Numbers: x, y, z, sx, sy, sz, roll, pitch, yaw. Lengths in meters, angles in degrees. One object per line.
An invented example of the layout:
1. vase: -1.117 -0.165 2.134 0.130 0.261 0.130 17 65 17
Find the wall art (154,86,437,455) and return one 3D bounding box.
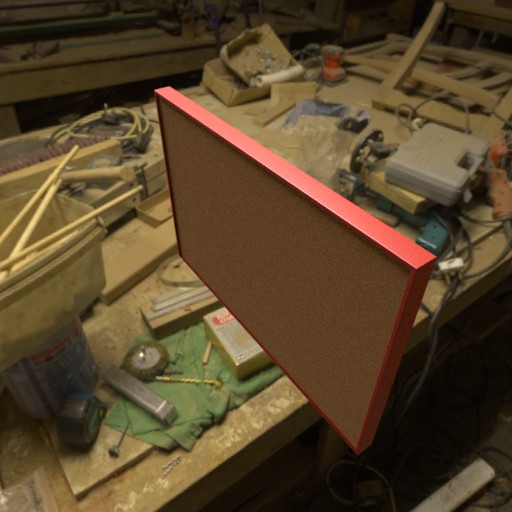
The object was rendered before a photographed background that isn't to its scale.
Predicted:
1. wall art: 0.000 0.000 0.775 0.033 0.405 0.607 -25 46 -26
